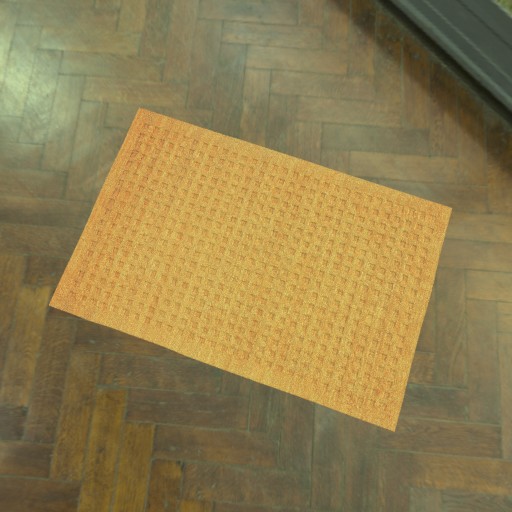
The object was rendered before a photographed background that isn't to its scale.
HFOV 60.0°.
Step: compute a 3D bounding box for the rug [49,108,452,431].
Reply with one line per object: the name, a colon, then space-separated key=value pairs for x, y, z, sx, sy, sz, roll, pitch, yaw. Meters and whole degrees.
rug: x=0.000 y=0.000 z=2.221 sx=1.747 sy=0.006 sz=1.143 roll=19 pitch=78 yaw=4
